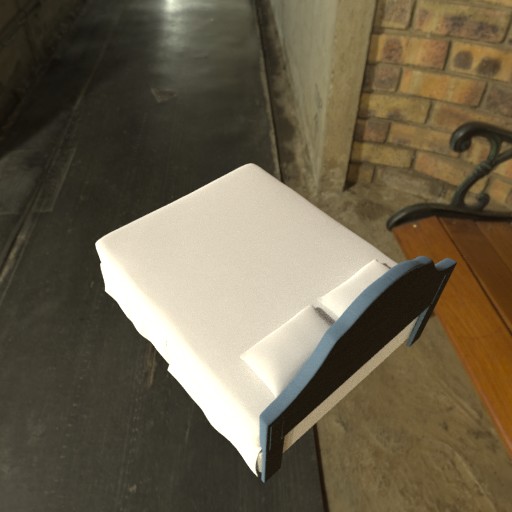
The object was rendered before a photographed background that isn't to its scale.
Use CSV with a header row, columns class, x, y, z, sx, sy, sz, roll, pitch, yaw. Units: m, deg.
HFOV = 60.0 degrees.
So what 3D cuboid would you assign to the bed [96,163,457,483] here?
class,x,y,z,sx,sy,sz,roll,pitch,yaw
bed,0.000,0.000,3.796,2.039,1.617,2.477,-32,55,-26
